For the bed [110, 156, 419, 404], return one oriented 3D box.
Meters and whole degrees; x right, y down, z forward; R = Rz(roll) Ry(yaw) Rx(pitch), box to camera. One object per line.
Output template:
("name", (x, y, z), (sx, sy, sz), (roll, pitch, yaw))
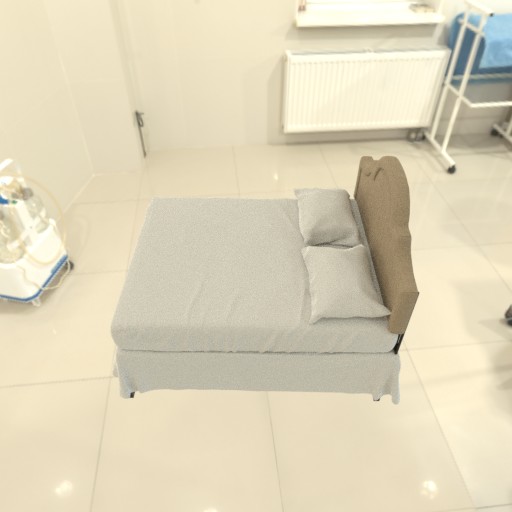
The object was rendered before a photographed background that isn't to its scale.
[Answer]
("bed", (0.000, 0.000, 3.495), (2.222, 1.634, 1.780), (1, 43, 1))
